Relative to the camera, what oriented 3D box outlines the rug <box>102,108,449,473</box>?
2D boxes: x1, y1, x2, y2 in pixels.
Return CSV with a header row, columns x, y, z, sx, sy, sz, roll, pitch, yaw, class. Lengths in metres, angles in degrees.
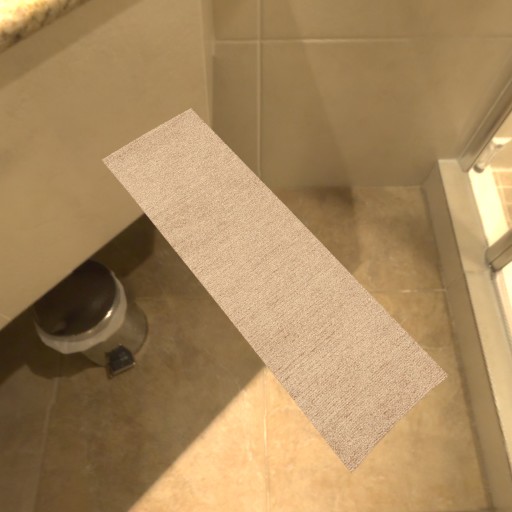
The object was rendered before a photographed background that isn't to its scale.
x,y,z,sx,sy,sz,roll,pitch,yaw,class
0.000,0.000,2.588,0.712,0.013,2.346,-36,70,-15,rug
